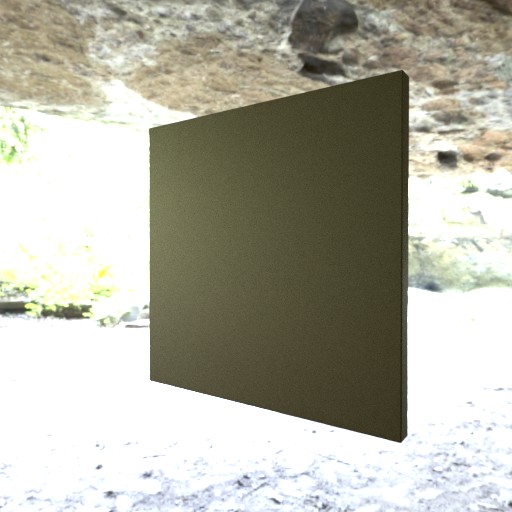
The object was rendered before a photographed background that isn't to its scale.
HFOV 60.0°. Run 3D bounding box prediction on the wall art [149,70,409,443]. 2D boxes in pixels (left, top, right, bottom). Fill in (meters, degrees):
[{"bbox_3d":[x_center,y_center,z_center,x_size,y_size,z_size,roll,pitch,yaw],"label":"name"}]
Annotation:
[{"bbox_3d":[0.000,0.000,0.756,0.503,0.506,0.031,1,1,35],"label":"wall art"}]
